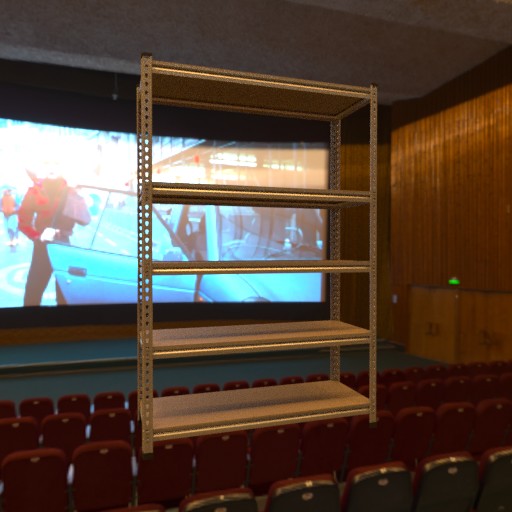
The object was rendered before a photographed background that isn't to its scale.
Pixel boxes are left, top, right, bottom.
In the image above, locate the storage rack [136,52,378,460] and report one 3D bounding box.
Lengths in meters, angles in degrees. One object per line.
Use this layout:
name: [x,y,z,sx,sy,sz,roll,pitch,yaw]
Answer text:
storage rack: [0.000,0.000,2.386,1.219,1.829,0.457,0,1,-18]
